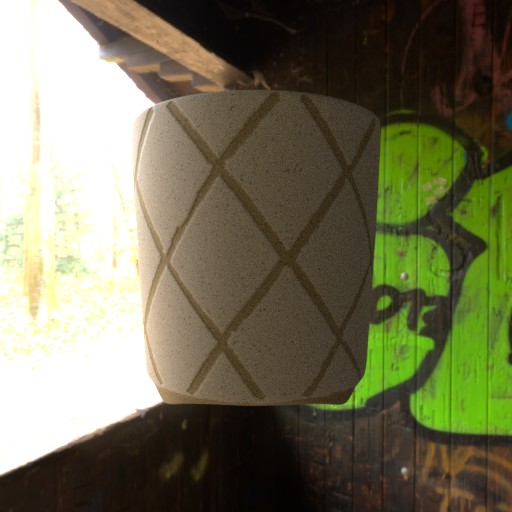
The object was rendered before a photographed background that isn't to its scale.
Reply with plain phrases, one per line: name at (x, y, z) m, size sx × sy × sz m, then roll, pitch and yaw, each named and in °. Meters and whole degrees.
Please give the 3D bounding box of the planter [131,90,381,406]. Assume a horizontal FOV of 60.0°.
planter at (0.000, 0.000, 0.421) m, size 0.228 × 0.235 × 0.228 m, roll 0°, pitch 1°, yaw 0°
